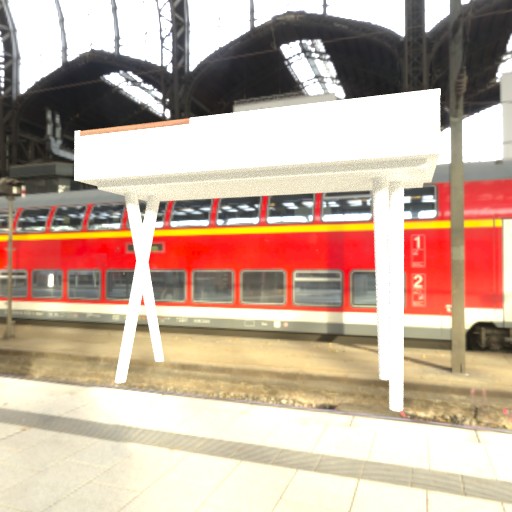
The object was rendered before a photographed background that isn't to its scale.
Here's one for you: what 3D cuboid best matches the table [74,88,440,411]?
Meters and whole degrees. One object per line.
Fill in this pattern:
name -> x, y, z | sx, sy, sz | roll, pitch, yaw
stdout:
table -> 0.000, 0.000, 1.415 | 1.066, 0.785, 0.418 | 0, -1, 19
